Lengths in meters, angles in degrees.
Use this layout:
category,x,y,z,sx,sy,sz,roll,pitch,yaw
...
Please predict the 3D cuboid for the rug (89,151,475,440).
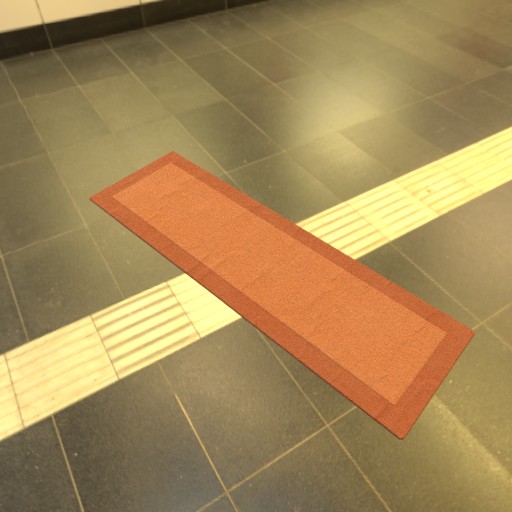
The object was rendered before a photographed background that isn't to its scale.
category,x,y,z,sx,sy,sz,roll,pitch,yaw
rug,0.000,0.000,2.682,2.471,0.013,0.914,31,55,25
